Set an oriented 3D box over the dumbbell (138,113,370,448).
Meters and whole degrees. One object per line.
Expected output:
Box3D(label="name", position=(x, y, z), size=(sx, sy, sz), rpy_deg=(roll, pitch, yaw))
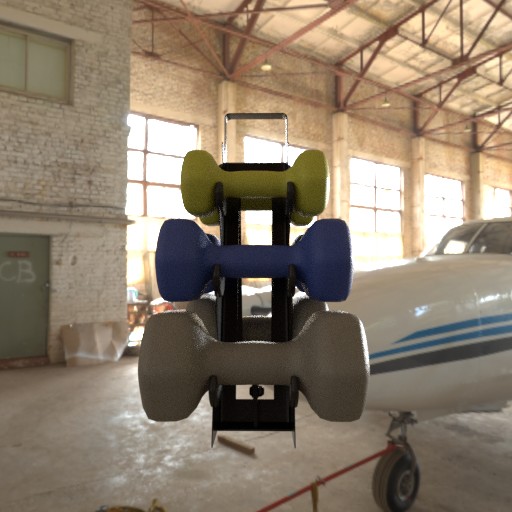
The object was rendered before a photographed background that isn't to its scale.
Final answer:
Box3D(label="dumbbell", position=(0.000, 0.000, 0.670), size=(0.261, 0.426, 0.416), rpy_deg=(0, -1, 1))
